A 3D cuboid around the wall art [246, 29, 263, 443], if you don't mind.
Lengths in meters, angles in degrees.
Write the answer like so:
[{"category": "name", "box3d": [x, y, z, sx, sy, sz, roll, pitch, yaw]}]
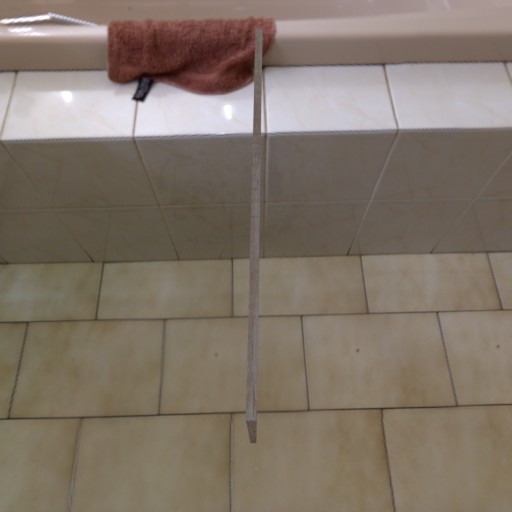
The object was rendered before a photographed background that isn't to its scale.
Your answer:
[{"category": "wall art", "box3d": [0.000, 0.000, 1.347, 0.019, 0.774, 1.012, 1, 64, 0]}]
